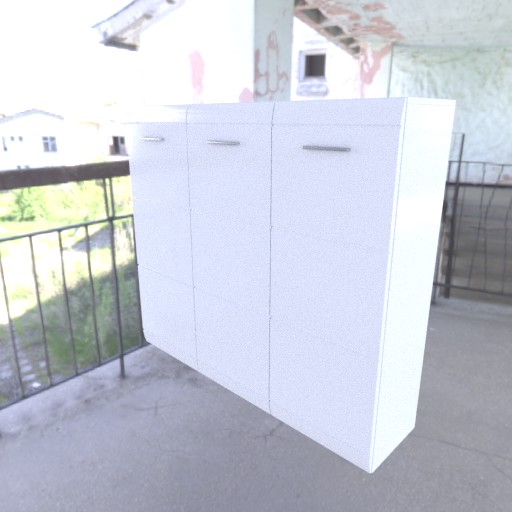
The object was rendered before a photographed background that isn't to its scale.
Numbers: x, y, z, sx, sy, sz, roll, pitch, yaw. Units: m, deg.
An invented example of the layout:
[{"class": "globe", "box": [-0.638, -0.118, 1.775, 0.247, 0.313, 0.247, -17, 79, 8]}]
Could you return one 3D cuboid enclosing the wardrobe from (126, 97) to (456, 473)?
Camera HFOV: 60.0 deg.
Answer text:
[{"class": "wardrobe", "box": [0.000, 0.000, 1.845, 1.340, 1.200, 0.360, 16, 23, 41]}]
